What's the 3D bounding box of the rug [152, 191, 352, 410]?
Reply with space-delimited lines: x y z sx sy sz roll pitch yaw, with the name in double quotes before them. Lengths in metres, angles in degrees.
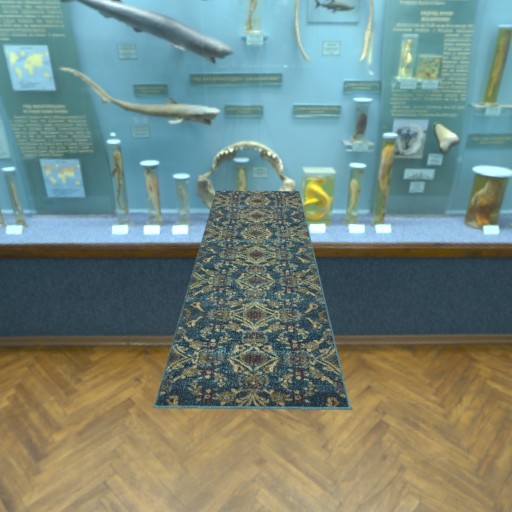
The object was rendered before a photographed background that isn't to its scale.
"rug" 0.000 0.000 2.534 0.685 0.014 2.292 0 27 1
